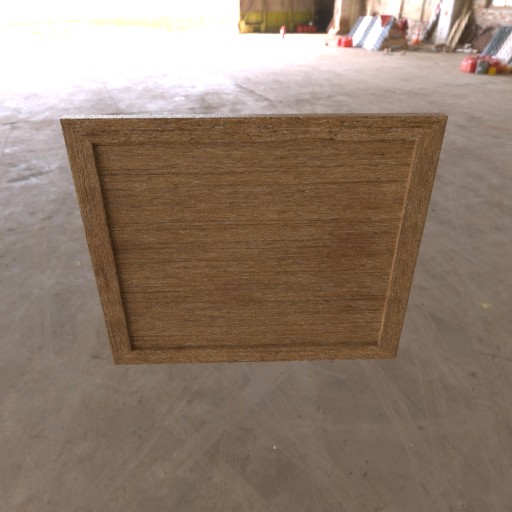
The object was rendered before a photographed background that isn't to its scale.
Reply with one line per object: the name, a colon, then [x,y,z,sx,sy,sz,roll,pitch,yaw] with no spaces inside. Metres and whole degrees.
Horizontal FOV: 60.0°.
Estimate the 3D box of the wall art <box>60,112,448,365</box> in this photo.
wall art: [0.000,0.000,0.947,0.690,0.588,0.026,-1,31,-2]
